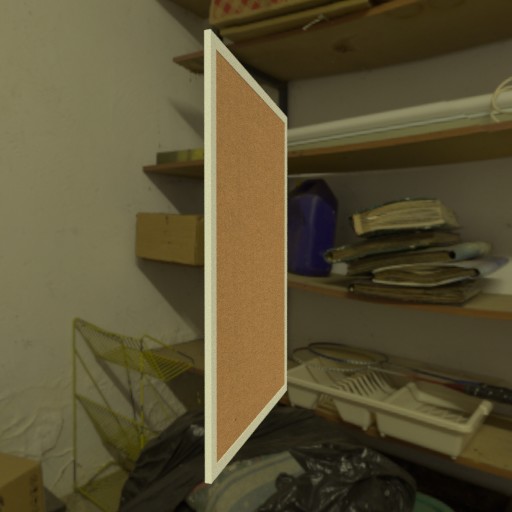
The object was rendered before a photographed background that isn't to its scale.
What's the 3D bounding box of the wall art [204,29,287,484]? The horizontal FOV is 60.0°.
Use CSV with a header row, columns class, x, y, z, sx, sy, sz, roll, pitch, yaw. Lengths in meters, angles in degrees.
class,x,y,z,sx,sy,sz,roll,pitch,yaw
wall art,0.000,0.000,1.257,0.015,0.965,0.660,0,1,18
